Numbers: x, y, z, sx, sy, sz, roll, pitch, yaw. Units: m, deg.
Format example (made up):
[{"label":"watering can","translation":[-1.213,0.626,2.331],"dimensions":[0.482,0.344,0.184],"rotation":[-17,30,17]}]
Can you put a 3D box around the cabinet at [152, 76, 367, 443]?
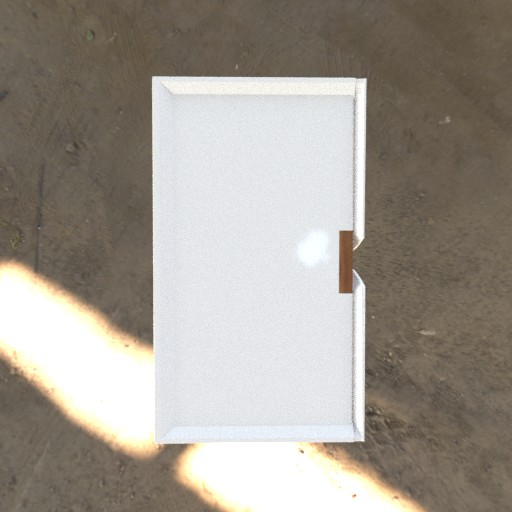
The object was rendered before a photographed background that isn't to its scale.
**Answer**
[{"label":"cabinet","translation":[0.000,0.000,1.099],"dimensions":[0.344,0.772,0.591],"rotation":[0,91,-1]}]
